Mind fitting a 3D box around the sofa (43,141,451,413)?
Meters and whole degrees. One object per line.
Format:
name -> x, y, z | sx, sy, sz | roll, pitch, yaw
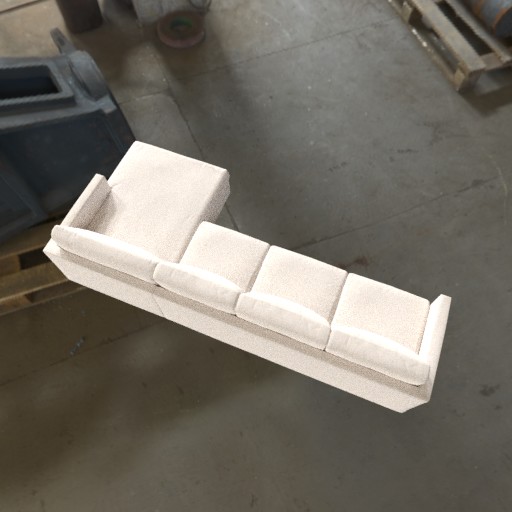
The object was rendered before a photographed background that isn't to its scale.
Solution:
sofa -> 0.000, 0.000, 4.189 | 3.471, 0.954, 1.606 | 20, 65, 10
